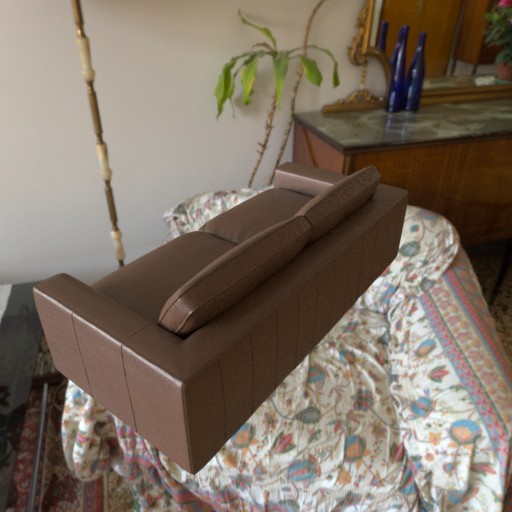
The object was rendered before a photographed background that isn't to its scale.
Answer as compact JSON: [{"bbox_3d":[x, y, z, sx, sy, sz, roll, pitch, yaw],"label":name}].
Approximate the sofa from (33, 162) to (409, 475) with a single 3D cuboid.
[{"bbox_3d":[0.000,0.000,2.717,1.070,0.801,2.262,21,37,31],"label":"sofa"}]
